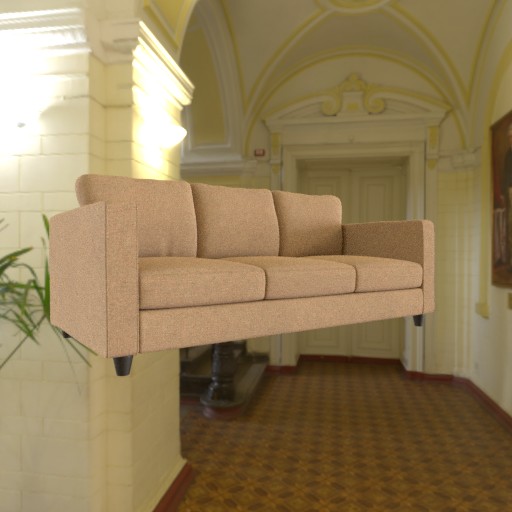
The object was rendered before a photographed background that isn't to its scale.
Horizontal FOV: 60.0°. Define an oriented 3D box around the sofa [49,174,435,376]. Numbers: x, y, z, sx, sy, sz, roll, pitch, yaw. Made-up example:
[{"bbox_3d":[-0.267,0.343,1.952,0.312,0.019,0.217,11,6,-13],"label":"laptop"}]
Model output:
[{"bbox_3d":[0.000,0.000,2.347,1.855,0.800,0.930,-1,1,-36],"label":"sofa"}]
